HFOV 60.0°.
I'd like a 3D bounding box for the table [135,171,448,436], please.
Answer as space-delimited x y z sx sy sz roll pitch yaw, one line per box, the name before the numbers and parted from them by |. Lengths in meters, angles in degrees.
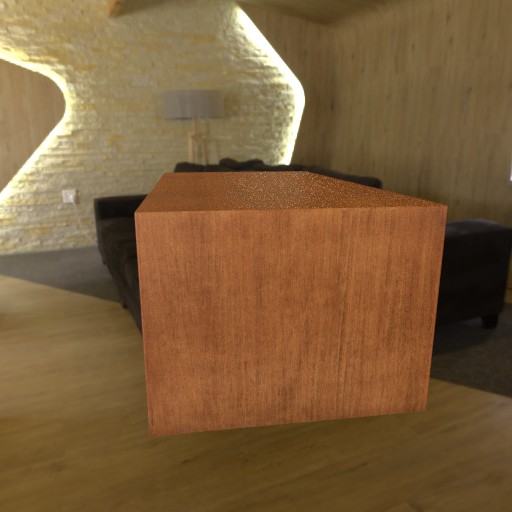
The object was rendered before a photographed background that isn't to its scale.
table | 0.000 0.000 1.288 0.549 0.419 1.000 -2 14 -8
